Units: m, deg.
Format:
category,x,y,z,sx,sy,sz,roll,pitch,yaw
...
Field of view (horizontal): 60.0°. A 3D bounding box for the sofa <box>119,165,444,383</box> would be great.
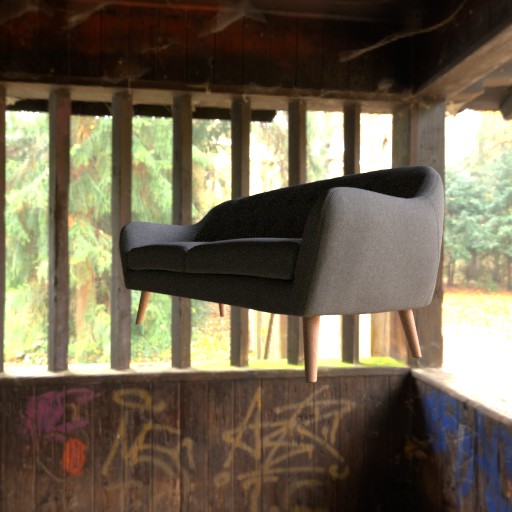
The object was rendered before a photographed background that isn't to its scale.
category,x,y,z,sx,sy,sz,roll,pitch,yaw
sofa,0.000,0.000,2.246,0.820,0.820,1.840,0,0,-36
